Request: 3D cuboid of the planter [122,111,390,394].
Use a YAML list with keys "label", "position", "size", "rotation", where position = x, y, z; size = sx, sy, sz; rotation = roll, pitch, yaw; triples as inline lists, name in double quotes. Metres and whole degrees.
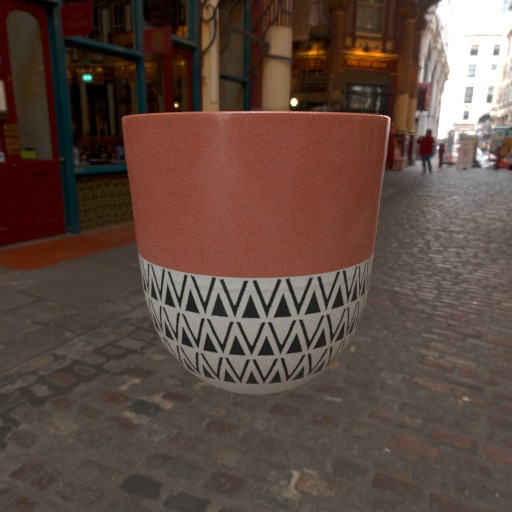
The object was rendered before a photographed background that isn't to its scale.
- label: "planter"
  position: [0.000, 0.000, 0.362]
  size: [0.195, 0.214, 0.195]
  rotation: [0, 15, 0]
